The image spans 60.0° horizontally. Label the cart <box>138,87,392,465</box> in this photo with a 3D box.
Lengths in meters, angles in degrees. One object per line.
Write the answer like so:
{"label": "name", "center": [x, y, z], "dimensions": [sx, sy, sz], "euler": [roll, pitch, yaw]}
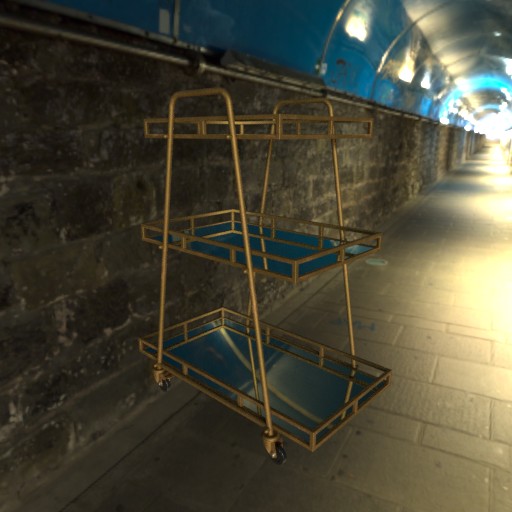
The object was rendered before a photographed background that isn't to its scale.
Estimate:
{"label": "cart", "center": [0.000, 0.000, 1.287], "dimensions": [0.711, 0.883, 0.441], "euler": [14, 21, 41]}
